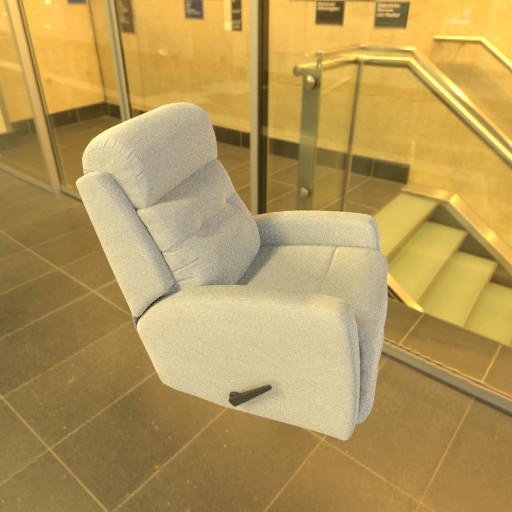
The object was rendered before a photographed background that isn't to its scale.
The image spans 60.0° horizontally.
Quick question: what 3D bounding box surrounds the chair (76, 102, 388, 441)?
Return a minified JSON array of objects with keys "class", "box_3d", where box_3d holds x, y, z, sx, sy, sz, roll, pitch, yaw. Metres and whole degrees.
[{"class":"chair","box_3d":[0.000,0.000,1.706,1.043,1.013,0.798,11,32,17]}]
